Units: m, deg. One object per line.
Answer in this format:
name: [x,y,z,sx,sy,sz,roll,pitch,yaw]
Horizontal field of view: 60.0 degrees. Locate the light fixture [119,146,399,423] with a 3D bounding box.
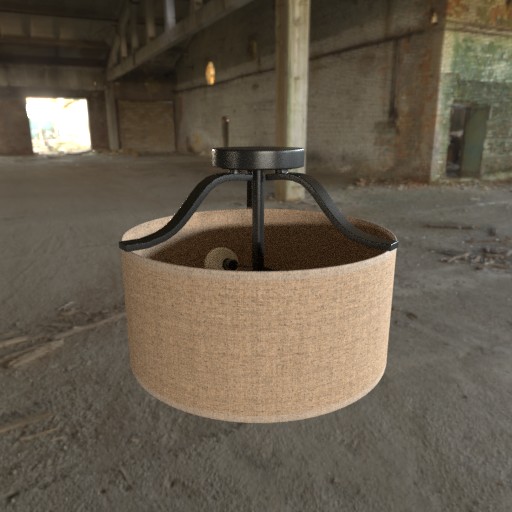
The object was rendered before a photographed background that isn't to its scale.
light fixture: [0.000,0.000,0.646,0.390,0.306,0.390,0,16,0]
